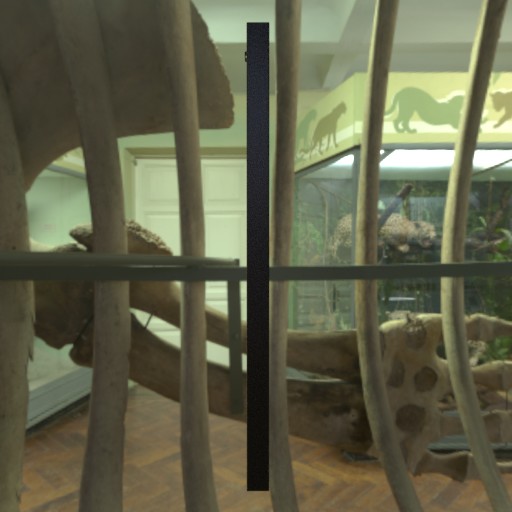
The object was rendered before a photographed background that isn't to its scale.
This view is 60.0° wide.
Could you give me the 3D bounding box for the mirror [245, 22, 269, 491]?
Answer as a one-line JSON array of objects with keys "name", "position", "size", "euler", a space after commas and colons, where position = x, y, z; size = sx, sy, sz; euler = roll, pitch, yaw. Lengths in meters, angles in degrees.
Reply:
[{"name": "mirror", "position": [0.000, 0.000, 0.924], "size": [0.039, 0.710, 0.507], "euler": [0, 1, 0]}]
